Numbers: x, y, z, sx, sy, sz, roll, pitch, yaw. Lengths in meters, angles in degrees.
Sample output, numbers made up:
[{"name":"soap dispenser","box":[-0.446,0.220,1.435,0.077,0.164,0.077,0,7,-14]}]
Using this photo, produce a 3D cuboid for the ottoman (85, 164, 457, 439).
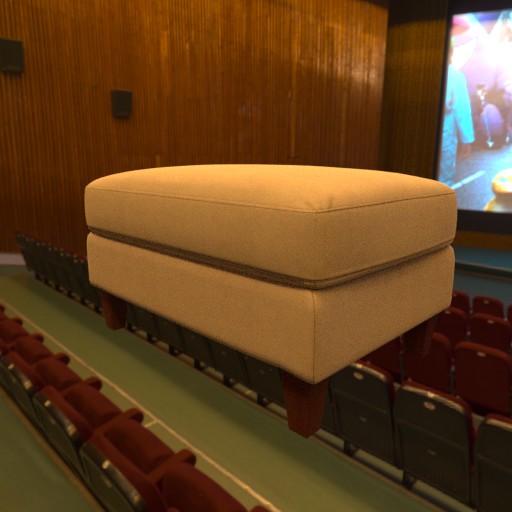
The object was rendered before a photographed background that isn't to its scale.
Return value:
[{"name":"ottoman","box":[0.000,0.000,1.199,0.584,0.483,0.864,-12,18,-44]}]
